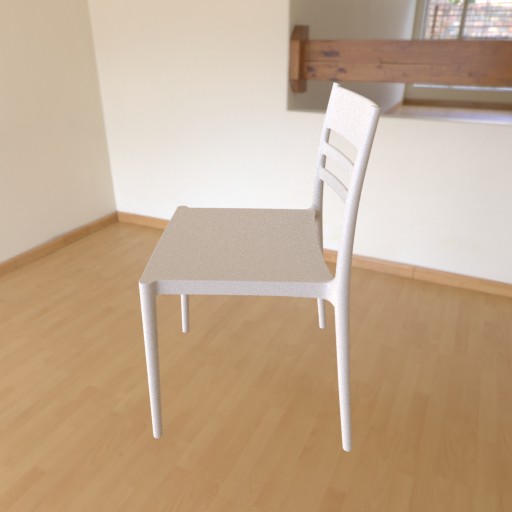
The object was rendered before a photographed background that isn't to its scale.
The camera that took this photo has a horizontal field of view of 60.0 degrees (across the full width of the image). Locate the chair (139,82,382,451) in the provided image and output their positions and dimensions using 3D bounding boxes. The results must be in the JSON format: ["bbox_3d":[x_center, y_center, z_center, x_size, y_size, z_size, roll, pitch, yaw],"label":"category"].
[{"bbox_3d":[0.000,0.000,1.144,0.511,0.800,0.531,0,26,1],"label":"chair"}]
